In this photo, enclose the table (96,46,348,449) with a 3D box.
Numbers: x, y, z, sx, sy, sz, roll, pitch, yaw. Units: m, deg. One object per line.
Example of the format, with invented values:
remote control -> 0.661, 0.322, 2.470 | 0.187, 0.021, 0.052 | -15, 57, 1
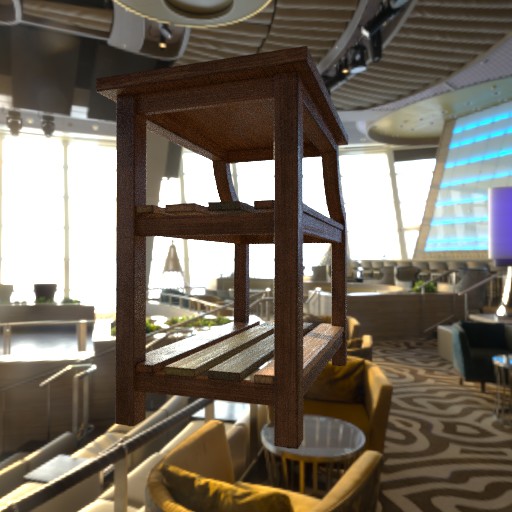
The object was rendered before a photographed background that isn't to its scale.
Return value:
table -> 0.000, 0.000, 0.964 | 0.356, 0.584, 0.609 | 0, -1, 19
